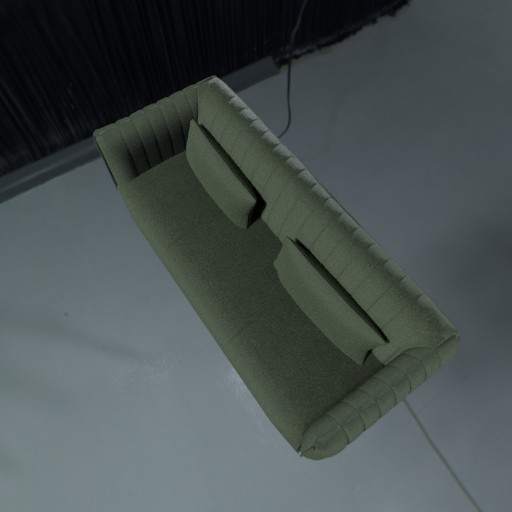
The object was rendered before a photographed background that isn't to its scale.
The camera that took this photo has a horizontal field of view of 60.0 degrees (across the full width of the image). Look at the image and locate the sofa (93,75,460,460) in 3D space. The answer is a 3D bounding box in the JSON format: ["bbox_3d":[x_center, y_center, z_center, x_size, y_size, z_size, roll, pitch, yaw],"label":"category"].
[{"bbox_3d":[0.000,0.000,2.569,0.896,0.793,2.137,-32,67,-15],"label":"sofa"}]
